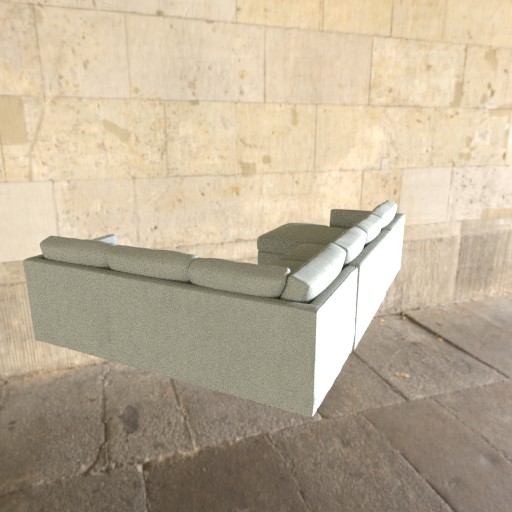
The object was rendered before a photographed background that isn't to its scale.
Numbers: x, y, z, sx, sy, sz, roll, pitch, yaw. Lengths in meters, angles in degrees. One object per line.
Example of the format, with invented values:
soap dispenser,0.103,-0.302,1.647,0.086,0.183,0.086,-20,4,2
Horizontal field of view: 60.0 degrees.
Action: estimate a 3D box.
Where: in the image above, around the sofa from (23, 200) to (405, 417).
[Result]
sofa,0.000,0.000,4.515,2.440,0.869,3.434,7,17,25
